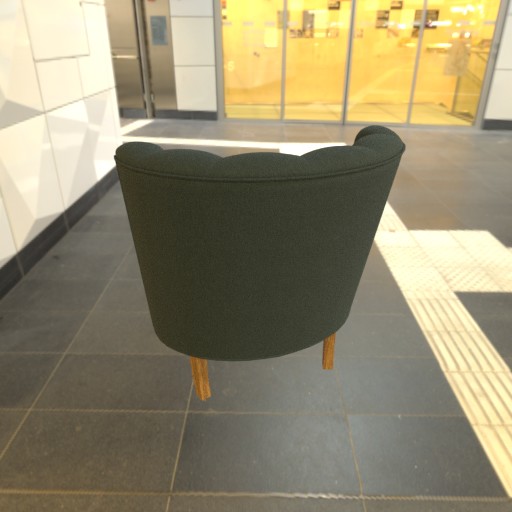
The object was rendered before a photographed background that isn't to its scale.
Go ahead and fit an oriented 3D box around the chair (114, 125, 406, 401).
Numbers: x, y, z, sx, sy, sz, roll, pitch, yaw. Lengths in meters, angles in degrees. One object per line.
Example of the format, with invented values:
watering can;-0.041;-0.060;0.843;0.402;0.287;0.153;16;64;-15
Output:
chair;0.000;0.000;1.344;0.740;0.771;0.718;-9;28;-17
